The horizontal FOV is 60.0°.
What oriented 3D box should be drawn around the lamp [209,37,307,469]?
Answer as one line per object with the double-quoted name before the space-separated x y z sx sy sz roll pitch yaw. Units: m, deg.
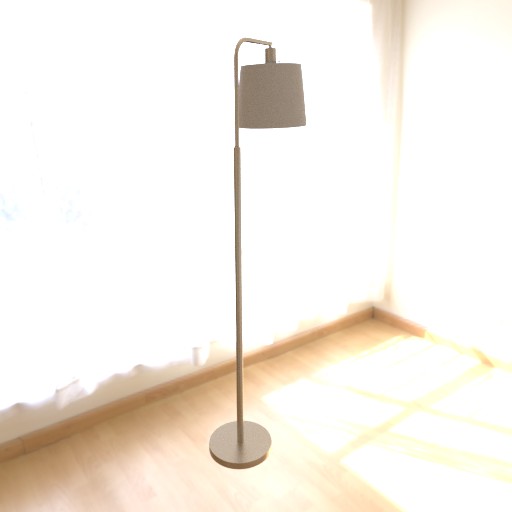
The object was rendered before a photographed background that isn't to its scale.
"lamp" 0.000 0.000 1.636 0.254 1.478 0.508 8 18 26
